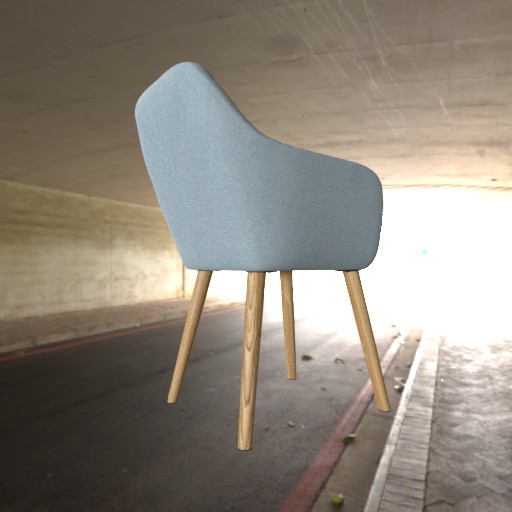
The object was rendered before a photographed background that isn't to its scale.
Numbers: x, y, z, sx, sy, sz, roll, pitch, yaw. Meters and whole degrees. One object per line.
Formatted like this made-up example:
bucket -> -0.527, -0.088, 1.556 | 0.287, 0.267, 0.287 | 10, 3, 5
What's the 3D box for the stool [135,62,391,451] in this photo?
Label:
stool -> 0.000, 0.000, 1.207 | 0.590, 0.830, 0.503 | 1, -1, -34
